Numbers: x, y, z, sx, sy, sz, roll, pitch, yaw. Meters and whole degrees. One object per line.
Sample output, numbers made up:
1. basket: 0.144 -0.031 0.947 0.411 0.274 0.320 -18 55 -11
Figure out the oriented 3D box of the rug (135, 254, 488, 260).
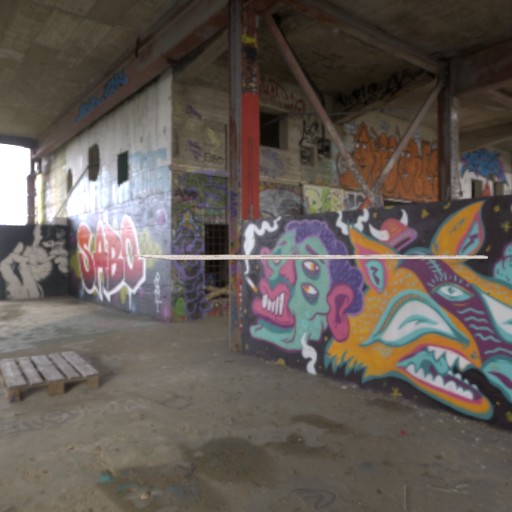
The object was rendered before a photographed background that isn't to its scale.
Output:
1. rug: 0.000 0.000 1.053 0.515 0.007 0.867 0 0 -18
